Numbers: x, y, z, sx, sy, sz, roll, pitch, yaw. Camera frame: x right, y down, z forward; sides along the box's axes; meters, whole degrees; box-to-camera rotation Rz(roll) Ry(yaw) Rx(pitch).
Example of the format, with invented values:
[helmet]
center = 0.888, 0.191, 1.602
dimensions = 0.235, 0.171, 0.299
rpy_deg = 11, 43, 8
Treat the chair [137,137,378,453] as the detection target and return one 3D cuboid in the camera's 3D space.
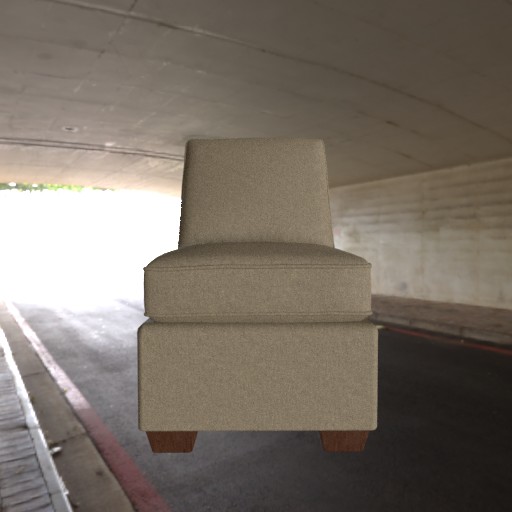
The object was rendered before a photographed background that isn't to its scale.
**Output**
[chair]
center = 0.000, 0.000, 1.663
dimensions = 0.674, 1.058, 1.020
rpy_deg = 0, 1, -1
